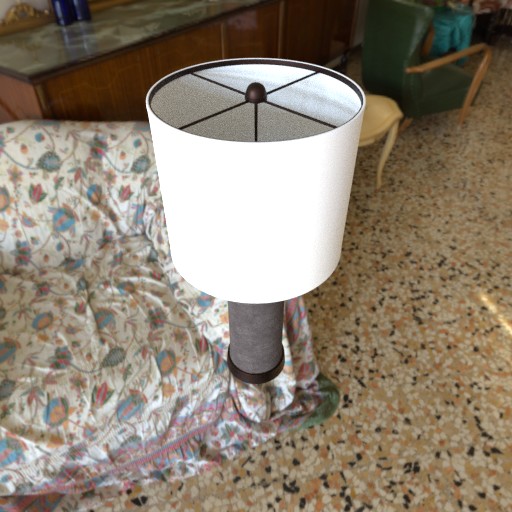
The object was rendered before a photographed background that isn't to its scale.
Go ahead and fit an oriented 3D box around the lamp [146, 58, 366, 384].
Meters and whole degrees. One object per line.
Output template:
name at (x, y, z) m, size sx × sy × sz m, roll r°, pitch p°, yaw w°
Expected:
lamp at (0.000, 0.000, 0.814) m, size 0.301 × 0.630 × 0.301 m, roll -1°, pitch 41°, yaw -1°
